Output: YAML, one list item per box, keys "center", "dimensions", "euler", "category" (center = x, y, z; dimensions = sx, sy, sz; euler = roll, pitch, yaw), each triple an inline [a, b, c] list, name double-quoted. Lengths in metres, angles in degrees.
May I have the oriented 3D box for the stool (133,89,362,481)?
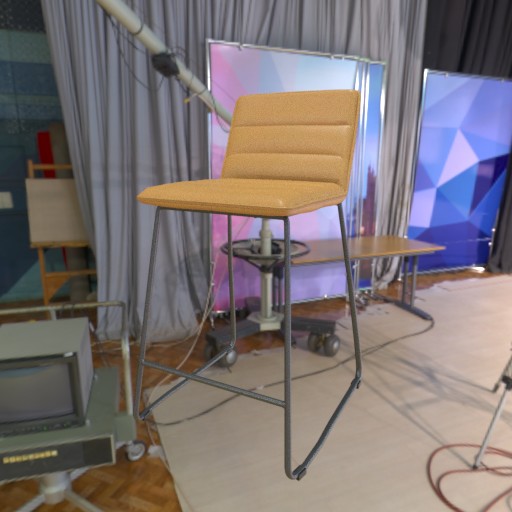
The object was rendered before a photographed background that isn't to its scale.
- center: [0.000, 0.000, 1.176]
  dimensions: [0.489, 0.866, 0.524]
  euler: [8, 16, 27]
  category: "stool"
